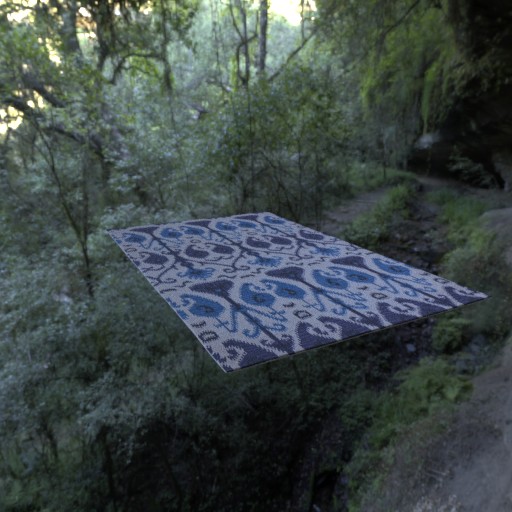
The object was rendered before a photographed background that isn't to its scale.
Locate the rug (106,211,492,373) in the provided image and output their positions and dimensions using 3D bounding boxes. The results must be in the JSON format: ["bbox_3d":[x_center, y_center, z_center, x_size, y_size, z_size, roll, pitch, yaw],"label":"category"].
[{"bbox_3d":[0.000,0.000,2.099,1.072,0.013,1.698,-9,20,-27],"label":"rug"}]
